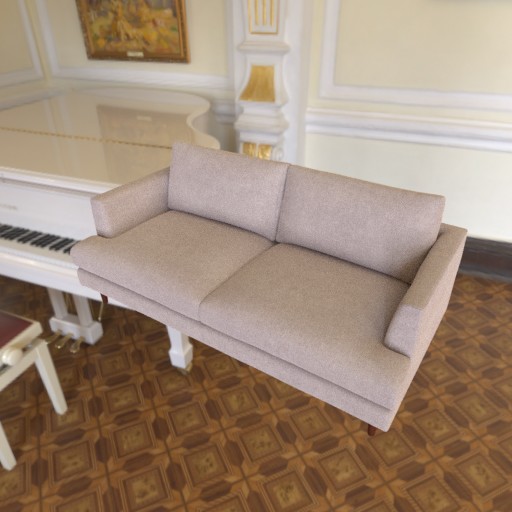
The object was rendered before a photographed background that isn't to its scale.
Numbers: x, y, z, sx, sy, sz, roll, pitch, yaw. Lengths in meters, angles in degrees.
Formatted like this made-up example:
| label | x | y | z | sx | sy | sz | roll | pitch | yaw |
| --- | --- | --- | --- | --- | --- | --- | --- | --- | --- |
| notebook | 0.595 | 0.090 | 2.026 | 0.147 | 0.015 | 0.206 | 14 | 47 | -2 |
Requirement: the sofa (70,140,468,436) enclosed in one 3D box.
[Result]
| label | x | y | z | sx | sy | sz | roll | pitch | yaw |
| --- | --- | --- | --- | --- | --- | --- | --- | --- | --- |
| sofa | 0.000 | 0.000 | 2.460 | 1.948 | 0.868 | 1.020 | 19 | 35 | 28 |
